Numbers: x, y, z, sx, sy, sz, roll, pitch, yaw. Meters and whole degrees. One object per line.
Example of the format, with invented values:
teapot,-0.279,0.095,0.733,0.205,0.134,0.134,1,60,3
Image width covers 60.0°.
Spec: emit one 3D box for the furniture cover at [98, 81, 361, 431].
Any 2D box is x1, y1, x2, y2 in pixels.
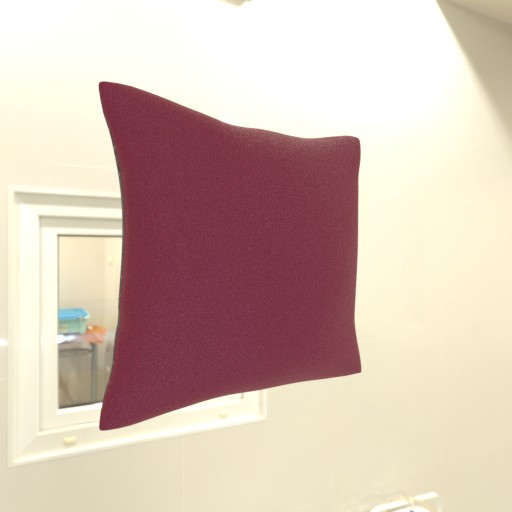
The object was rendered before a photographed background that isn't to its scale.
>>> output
furniture cover,0.000,0.000,0.796,0.552,0.509,0.193,0,0,-35
